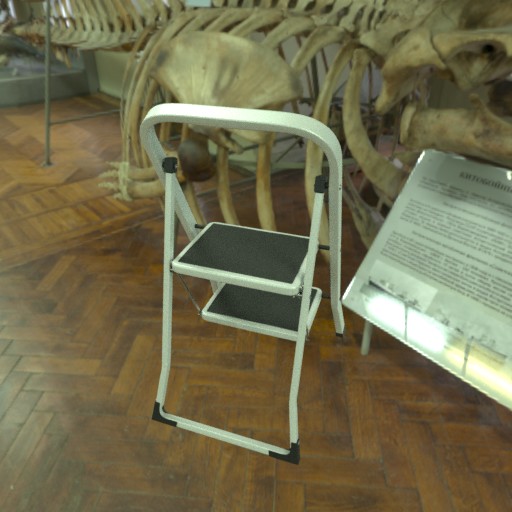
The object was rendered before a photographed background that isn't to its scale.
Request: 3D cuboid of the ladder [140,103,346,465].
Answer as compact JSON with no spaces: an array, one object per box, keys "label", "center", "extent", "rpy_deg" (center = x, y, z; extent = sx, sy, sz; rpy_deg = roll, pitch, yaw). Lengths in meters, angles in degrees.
[{"label":"ladder","center":[0.000,0.000,1.146],"extent":[0.460,0.810,0.544],"rpy_deg":[10,33,16]}]
